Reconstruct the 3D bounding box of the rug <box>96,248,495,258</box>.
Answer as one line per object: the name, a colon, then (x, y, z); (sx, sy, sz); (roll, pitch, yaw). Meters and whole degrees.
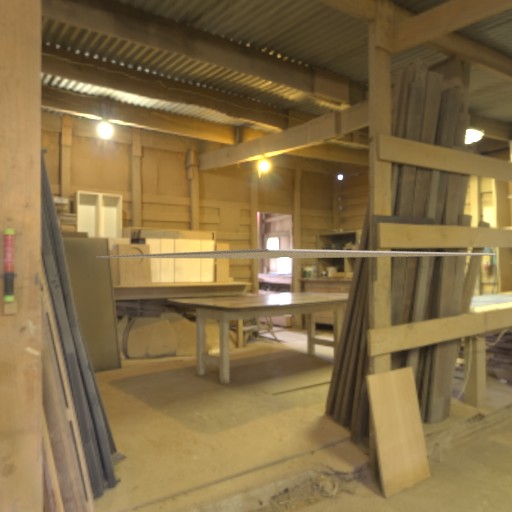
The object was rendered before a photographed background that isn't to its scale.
rug: (0.000, 0.000, 3.010); (1.524, 0.011, 2.438); (1, -1, -34)
